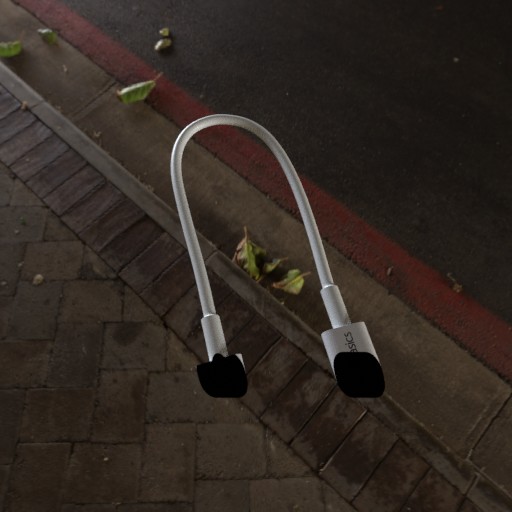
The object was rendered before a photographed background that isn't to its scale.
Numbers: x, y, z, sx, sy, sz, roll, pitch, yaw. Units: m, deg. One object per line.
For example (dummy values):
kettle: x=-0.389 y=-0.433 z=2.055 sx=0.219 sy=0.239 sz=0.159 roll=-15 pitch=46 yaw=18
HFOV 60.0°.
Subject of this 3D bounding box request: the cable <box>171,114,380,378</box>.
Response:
cable: x=0.000 y=0.000 z=0.113 sx=0.041 sy=0.005 sz=0.098 roll=-13 pitch=64 yaw=-6
